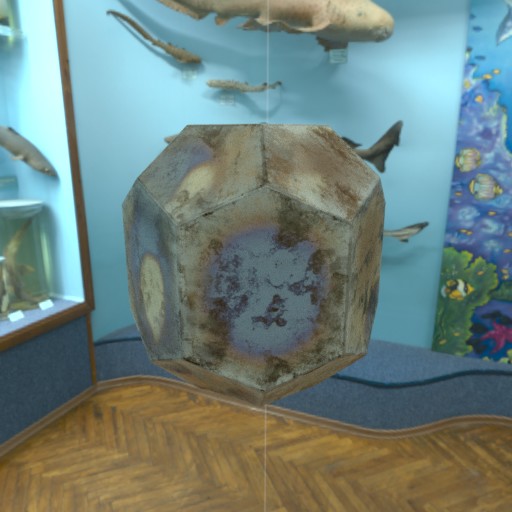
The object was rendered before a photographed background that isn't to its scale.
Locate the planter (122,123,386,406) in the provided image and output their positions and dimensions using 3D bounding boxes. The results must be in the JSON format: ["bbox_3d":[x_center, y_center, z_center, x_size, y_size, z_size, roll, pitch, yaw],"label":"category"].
[{"bbox_3d":[0.000,0.000,0.421,0.221,0.238,0.243,7,17,25],"label":"planter"}]
